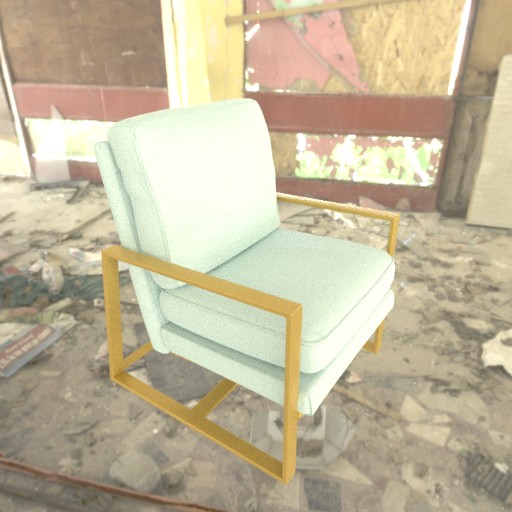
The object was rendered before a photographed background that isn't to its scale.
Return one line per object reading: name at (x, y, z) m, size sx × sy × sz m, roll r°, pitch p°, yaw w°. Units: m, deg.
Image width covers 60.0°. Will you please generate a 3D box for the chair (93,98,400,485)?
chair at (0.000, 0.000, 1.520) m, size 0.813 × 0.956 × 0.758 m, roll 17°, pitch 32°, yaw 30°
